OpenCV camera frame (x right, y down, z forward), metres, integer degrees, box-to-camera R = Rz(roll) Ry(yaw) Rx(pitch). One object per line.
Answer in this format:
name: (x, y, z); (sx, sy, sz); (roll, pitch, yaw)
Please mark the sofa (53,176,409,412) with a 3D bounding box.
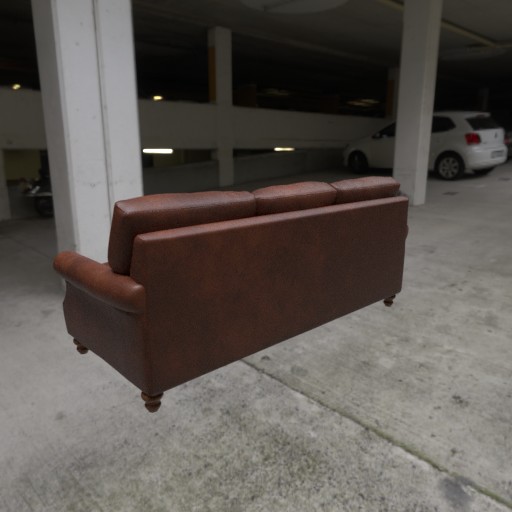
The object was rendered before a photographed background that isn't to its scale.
sofa: (0.000, 0.000, 2.911); (2.351, 0.977, 0.973); (-13, 19, -41)
